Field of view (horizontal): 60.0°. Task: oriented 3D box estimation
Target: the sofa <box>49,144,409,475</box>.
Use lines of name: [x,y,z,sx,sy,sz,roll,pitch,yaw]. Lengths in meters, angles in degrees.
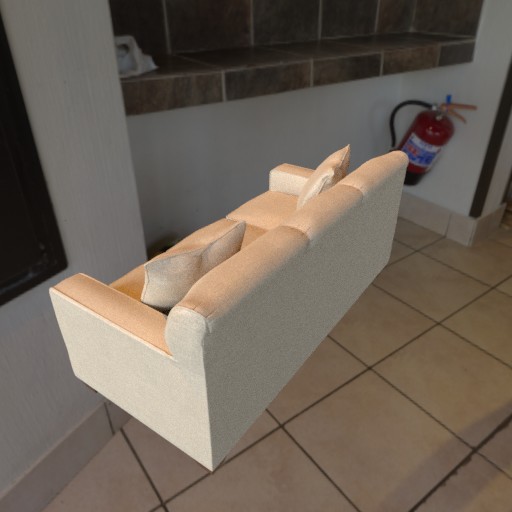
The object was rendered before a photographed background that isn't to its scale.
sofa: [0.000,0.000,2.564,0.997,0.958,2.024,20,37,29]
